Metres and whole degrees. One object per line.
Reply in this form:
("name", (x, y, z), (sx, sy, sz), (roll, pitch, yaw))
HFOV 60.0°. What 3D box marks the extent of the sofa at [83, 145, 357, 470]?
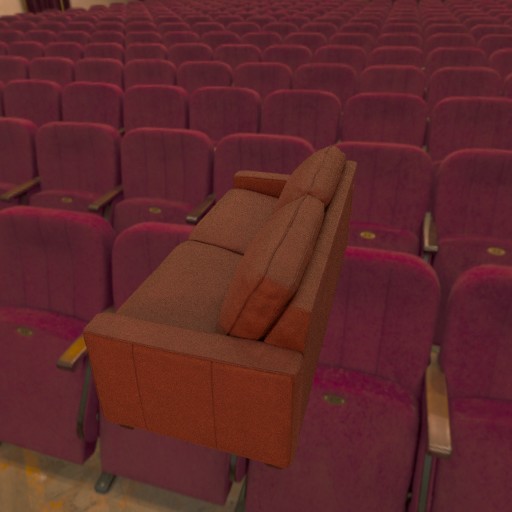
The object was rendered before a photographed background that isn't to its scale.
("sofa", (0.000, 0.000, 2.612), (0.940, 0.919, 2.080), (8, 31, 14))
